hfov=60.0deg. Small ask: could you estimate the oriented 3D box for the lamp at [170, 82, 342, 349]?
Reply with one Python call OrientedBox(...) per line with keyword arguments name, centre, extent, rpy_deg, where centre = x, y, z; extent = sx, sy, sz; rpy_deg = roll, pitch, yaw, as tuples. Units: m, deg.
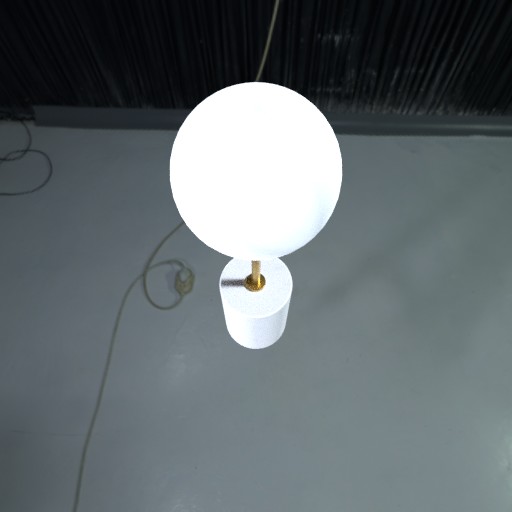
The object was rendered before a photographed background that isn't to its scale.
OrientedBox(name="lamp", centre=(0.000, 0.000, 0.546), extent=(0.153, 0.480, 0.153), rpy_deg=(0, 63, 0))
